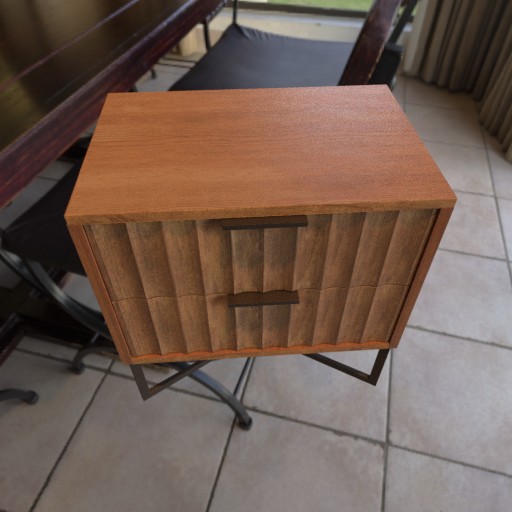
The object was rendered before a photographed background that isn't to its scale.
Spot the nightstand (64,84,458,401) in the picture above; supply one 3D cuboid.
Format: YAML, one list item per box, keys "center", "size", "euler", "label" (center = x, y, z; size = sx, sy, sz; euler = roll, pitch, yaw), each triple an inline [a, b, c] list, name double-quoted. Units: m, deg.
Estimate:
- center: [0.000, 0.000, 1.043]
  size: [0.613, 0.615, 0.427]
  euler: [-3, 46, -3]
  label: "nightstand"
